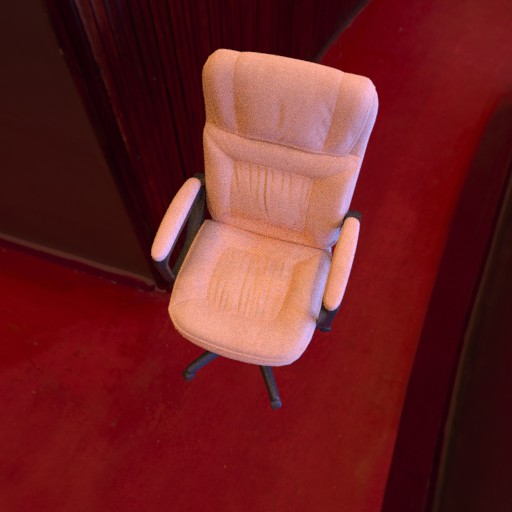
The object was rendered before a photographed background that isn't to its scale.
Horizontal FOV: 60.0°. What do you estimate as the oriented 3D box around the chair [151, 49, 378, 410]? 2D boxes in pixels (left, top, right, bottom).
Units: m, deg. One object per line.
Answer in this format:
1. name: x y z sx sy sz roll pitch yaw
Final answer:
1. chair: 0.000 0.000 1.539 0.667 1.105 0.724 15 60 9
